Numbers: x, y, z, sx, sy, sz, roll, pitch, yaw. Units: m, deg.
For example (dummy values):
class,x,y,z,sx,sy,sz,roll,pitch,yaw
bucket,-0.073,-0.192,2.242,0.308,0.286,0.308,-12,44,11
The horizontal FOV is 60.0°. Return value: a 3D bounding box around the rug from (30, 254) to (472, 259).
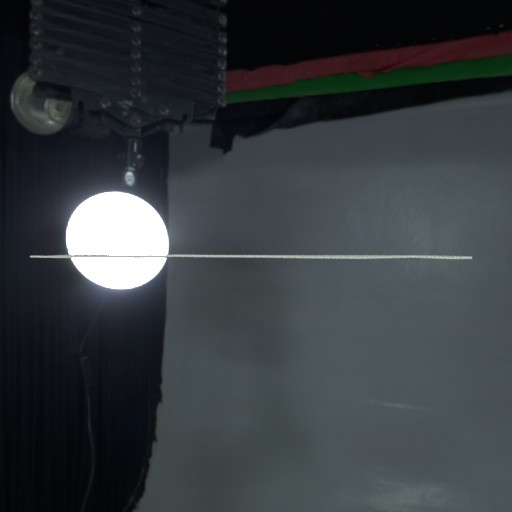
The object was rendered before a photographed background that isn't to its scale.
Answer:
class,x,y,z,sx,sy,sz,roll,pitch,yaw
rug,0.000,0.000,1.071,0.869,0.008,0.511,0,0,16
